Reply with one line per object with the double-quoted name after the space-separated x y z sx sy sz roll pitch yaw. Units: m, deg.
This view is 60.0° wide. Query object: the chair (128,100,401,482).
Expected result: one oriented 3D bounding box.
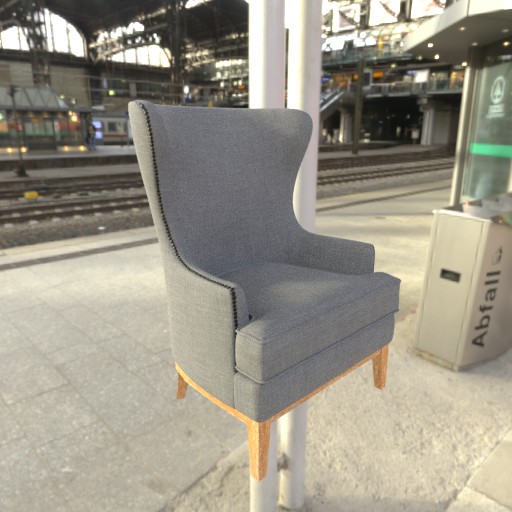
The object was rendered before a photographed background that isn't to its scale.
0.000 0.000 1.793 0.864 1.176 0.883 -15 21 -42 "chair"
